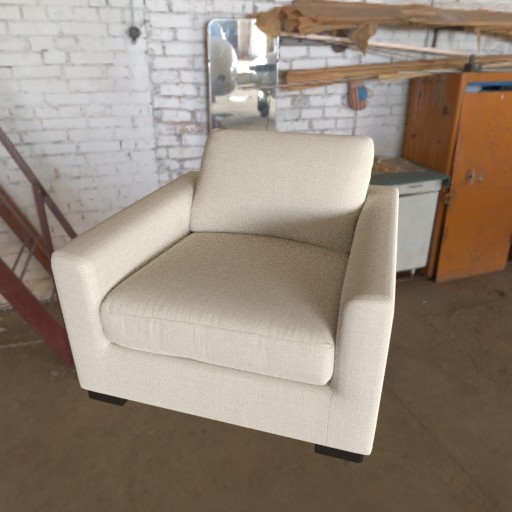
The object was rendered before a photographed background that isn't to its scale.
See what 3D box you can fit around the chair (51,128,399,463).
[{"bbox_3d":[0.000,0.000,1.802,1.070,0.876,1.100,7,26,15],"label":"chair"}]
